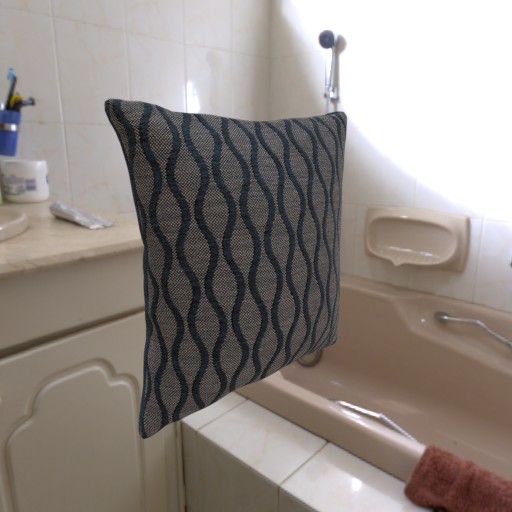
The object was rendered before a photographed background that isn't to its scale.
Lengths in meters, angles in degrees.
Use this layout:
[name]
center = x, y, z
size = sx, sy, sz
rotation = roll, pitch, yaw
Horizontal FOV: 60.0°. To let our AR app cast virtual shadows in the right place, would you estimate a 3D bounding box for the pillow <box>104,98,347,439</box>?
[pillow]
center = 0.000, 0.000, 0.670
size = 0.435, 0.435, 0.159
rotation = -14, 20, -43
